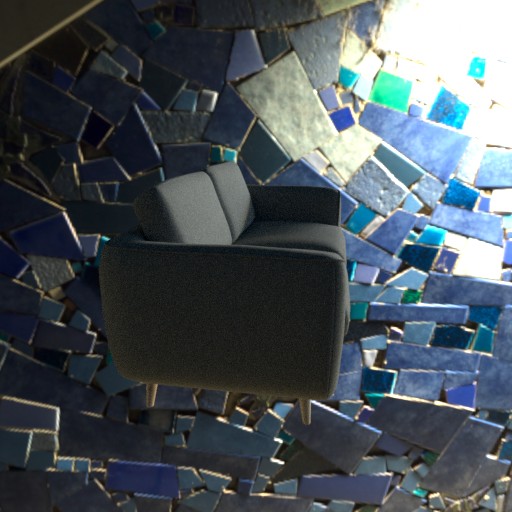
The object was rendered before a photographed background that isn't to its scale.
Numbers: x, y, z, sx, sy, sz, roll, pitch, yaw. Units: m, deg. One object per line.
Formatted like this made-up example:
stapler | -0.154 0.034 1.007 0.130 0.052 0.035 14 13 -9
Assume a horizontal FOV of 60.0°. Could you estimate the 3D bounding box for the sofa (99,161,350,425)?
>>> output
sofa | 0.000 0.000 2.257 0.920 0.870 1.700 3 17 9
